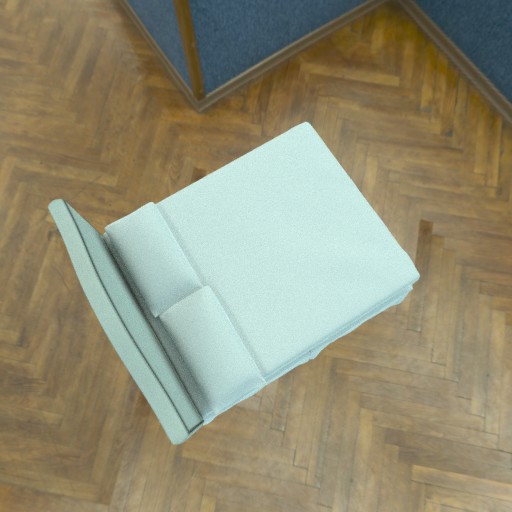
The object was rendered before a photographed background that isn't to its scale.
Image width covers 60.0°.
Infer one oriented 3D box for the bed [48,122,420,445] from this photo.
[{"bbox_3d":[0.000,0.000,3.433,2.180,1.607,1.813,-31,77,-8],"label":"bed"}]
